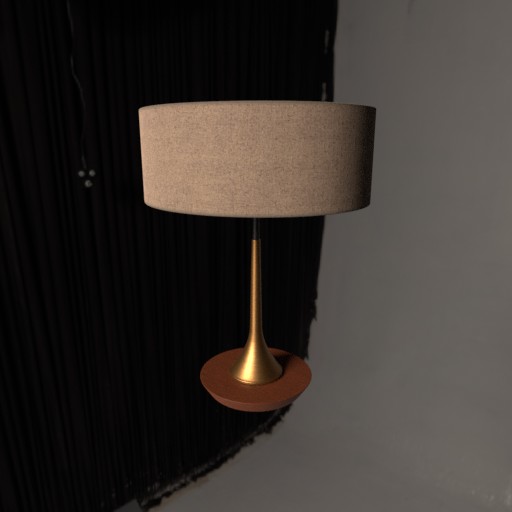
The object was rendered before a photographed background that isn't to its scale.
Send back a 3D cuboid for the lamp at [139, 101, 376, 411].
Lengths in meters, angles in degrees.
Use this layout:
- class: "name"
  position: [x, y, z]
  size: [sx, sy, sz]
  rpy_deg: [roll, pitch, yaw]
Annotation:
- class: "lamp"
  position: [0.000, 0.000, 0.850]
  size: [0.417, 0.551, 0.396]
  rpy_deg: [14, 20, 43]
